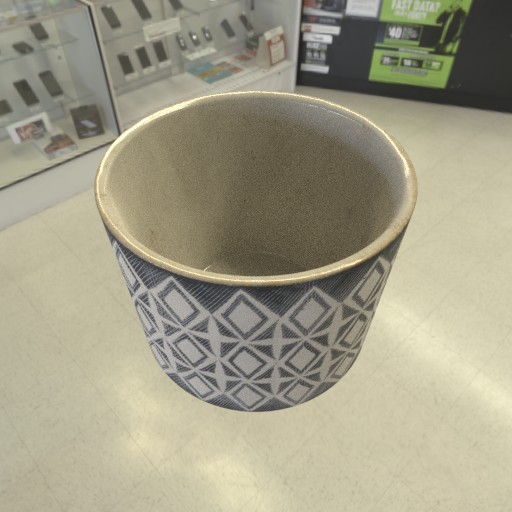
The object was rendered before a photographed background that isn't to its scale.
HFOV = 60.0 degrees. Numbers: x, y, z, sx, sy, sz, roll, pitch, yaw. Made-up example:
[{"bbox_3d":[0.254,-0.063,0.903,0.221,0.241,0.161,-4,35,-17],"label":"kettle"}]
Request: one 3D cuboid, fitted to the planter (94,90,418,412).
[{"bbox_3d":[0.000,0.000,0.331,0.192,0.165,0.192,0,47,0],"label":"planter"}]
